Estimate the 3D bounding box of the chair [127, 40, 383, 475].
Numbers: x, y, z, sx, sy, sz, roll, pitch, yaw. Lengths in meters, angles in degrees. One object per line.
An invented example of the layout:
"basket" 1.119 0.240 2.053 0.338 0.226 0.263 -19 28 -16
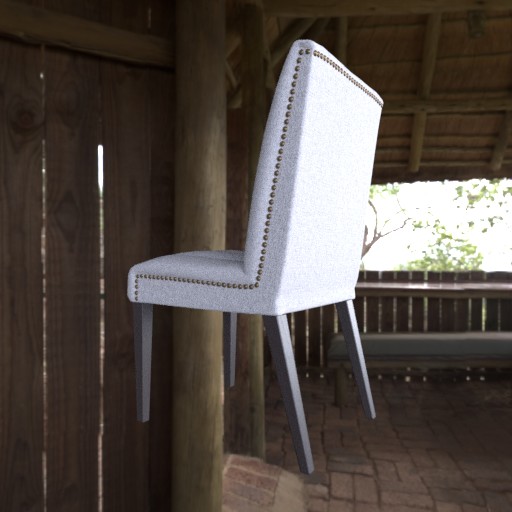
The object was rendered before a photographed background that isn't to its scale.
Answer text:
"chair" 0.000 0.000 1.376 0.647 1.016 0.511 0 1 35
